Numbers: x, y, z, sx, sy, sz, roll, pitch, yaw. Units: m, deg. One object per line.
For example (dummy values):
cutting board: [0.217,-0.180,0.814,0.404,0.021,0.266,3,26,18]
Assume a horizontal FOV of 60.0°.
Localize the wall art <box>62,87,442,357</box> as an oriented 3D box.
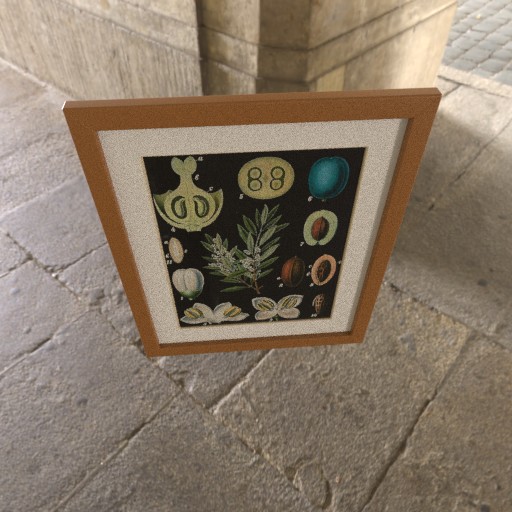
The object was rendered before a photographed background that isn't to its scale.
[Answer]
wall art: [0.000,0.000,0.727,0.449,0.550,0.021,-3,47,-3]
